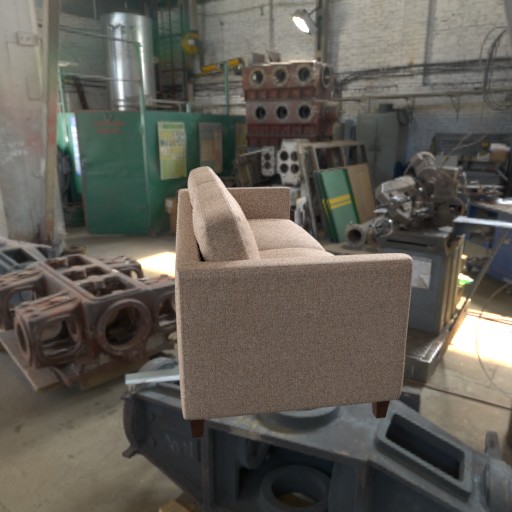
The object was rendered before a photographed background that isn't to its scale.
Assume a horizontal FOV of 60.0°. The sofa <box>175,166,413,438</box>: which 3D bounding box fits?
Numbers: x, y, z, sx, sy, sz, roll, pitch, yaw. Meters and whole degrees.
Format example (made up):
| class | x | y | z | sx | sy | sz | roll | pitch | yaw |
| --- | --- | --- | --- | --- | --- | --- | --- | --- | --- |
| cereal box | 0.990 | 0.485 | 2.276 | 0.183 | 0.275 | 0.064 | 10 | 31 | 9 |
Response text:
| class | x | y | z | sx | sy | sz | roll | pitch | yaw |
| --- | --- | --- | --- | --- | --- | --- | --- | --- | --- |
| sofa | 0.000 | 0.000 | 2.748 | 0.951 | 0.965 | 2.208 | -3 | 16 | -9 |
